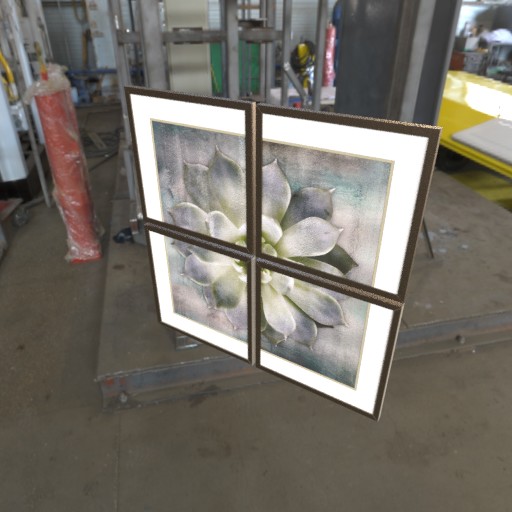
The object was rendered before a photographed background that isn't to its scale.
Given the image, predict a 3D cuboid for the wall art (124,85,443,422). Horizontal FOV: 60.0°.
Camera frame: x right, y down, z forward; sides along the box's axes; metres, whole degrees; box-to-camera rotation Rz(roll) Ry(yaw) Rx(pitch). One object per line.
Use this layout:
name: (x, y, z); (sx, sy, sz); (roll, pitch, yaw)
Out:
wall art: (0.000, 0.000, 1.546); (1.032, 1.032, 0.030); (18, 35, 27)
